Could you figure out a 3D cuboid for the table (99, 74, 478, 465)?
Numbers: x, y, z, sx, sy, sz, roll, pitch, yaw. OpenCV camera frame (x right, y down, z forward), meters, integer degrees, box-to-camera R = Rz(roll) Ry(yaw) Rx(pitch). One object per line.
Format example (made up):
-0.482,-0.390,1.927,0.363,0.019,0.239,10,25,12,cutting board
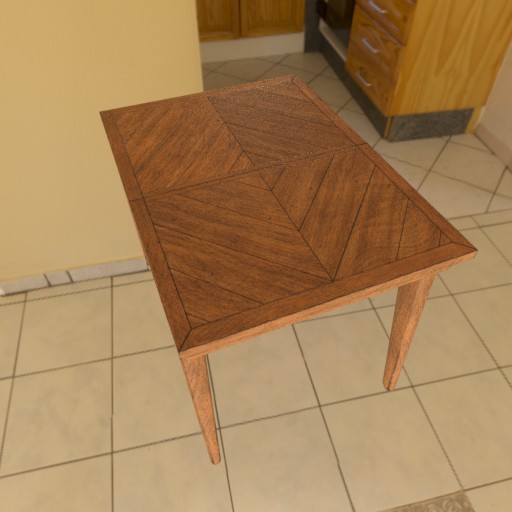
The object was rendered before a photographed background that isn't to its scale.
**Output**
0.000,0.000,1.590,0.757,0.760,1.027,-17,49,-15,table
